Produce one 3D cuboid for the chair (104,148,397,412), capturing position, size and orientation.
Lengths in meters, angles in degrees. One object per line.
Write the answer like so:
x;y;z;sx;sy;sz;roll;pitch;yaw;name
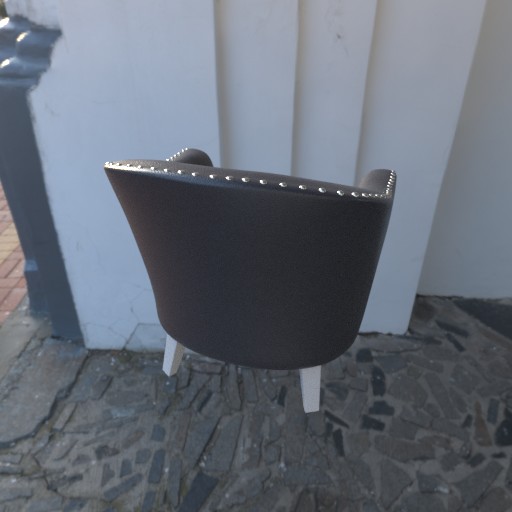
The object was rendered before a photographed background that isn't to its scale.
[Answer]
0.000;0.000;1.447;0.794;0.823;0.748;10;33;15;chair
